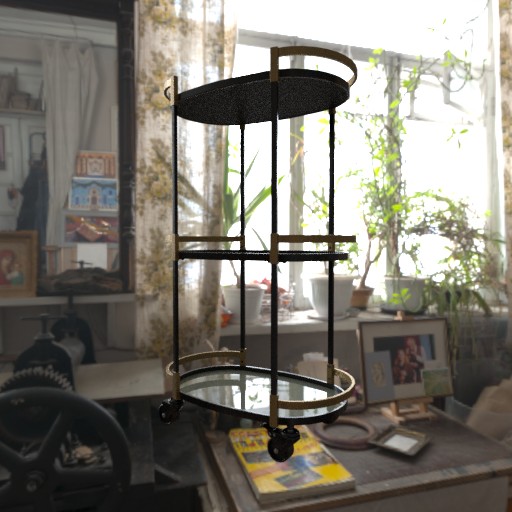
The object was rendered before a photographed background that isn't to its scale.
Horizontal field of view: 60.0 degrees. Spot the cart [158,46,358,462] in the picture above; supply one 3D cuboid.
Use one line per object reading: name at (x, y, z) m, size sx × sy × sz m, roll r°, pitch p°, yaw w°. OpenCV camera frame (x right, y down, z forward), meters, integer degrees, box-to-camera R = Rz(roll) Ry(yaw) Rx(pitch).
cart at (0.000, 0.000, 1.143) m, size 0.515 × 0.885 × 0.311 m, roll 1°, pitch 3°, yaw 34°
